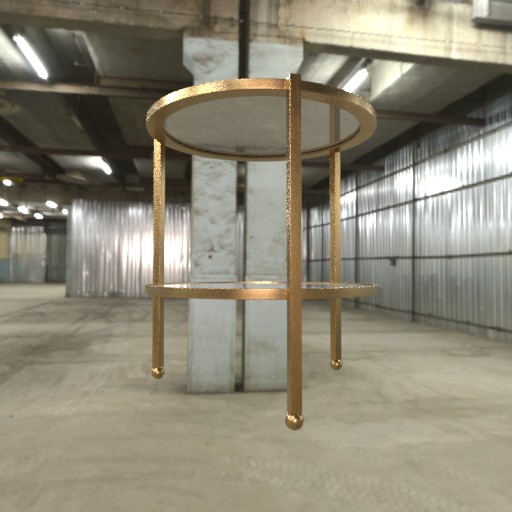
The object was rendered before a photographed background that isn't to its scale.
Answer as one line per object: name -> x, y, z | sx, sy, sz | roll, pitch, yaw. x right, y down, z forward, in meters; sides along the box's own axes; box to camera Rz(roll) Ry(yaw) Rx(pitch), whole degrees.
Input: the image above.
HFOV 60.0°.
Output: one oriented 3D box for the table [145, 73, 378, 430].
table -> 0.000, 0.000, 0.458 | 0.243, 0.269, 0.231 | -1, -2, 19
